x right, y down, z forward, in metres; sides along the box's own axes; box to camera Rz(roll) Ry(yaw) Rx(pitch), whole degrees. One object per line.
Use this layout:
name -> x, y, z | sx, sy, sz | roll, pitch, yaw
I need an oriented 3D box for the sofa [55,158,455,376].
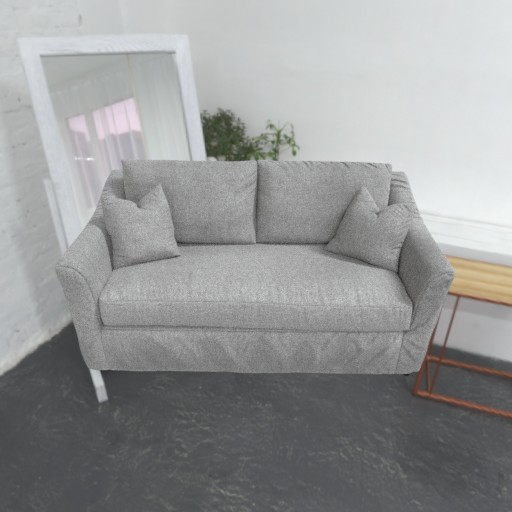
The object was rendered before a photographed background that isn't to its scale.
sofa -> 0.000, 0.000, 2.726 | 2.010, 1.018, 1.072 | 1, 30, 1
